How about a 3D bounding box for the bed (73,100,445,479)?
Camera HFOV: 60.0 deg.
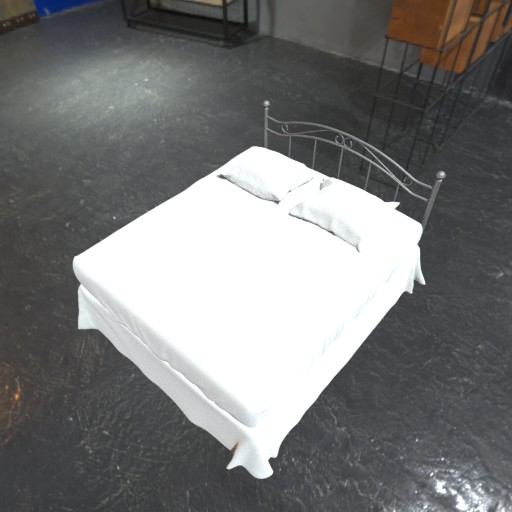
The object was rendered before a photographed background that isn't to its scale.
[{"bbox_3d":[0.000,0.000,3.244,1.936,1.080,2.215,32,54,27],"label":"bed"}]
